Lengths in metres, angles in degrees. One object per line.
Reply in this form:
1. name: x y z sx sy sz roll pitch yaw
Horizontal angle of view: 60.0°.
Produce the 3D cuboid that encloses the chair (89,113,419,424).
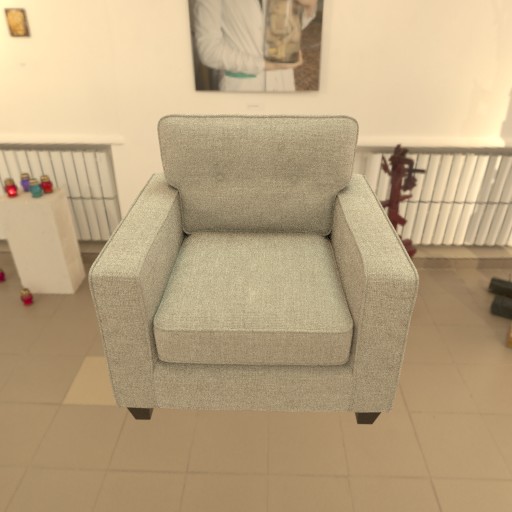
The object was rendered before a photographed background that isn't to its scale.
1. chair: 0.000 0.000 1.765 1.015 0.965 0.939 1 30 1
